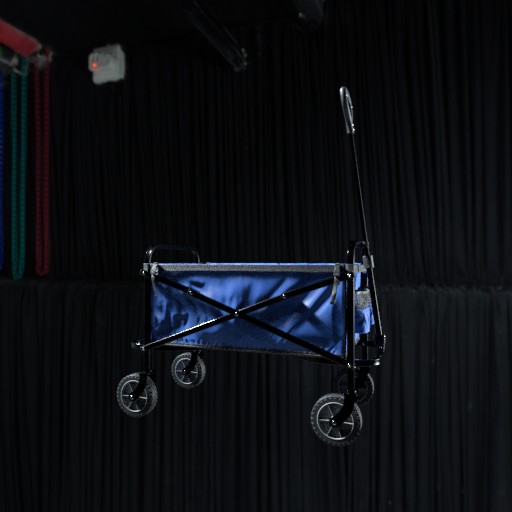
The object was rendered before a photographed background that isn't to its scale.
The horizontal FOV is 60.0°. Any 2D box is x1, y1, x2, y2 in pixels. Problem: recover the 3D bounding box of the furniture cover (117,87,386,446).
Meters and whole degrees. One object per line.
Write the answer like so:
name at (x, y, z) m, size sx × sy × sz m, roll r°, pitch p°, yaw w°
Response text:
furniture cover at (0.000, 0.000, 1.853) m, size 1.038 × 1.295 × 0.532 m, roll 0°, pitch -1°, yaw 20°
